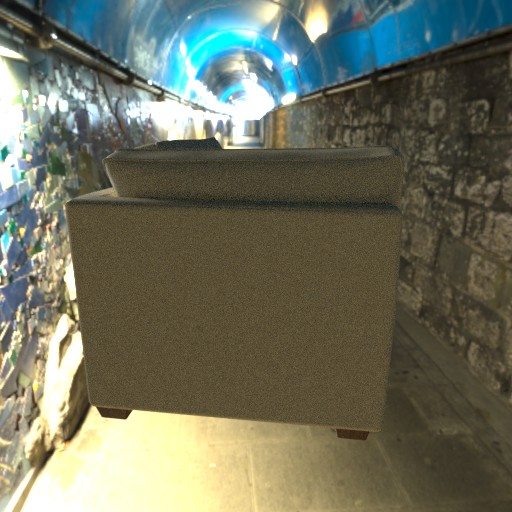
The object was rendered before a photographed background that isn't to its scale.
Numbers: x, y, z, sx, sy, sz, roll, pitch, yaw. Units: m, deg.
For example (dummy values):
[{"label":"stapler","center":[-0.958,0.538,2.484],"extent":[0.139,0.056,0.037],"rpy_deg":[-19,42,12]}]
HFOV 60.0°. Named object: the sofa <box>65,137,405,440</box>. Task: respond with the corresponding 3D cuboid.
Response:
[{"label":"sofa","center":[0.000,0.000,1.965],"extent":[1.084,1.002,1.146],"rpy_deg":[2,16,8]}]
